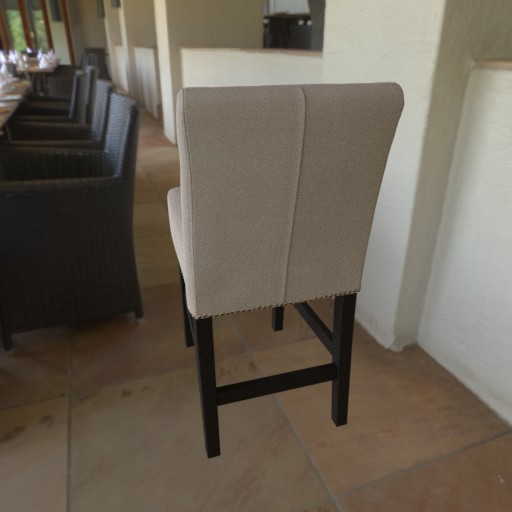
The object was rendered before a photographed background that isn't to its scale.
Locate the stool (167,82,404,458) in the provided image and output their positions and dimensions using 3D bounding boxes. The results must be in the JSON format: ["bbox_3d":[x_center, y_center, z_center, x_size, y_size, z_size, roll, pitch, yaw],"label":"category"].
[{"bbox_3d":[0.000,0.000,1.172,0.427,0.885,0.571,-8,26,-16],"label":"stool"}]
